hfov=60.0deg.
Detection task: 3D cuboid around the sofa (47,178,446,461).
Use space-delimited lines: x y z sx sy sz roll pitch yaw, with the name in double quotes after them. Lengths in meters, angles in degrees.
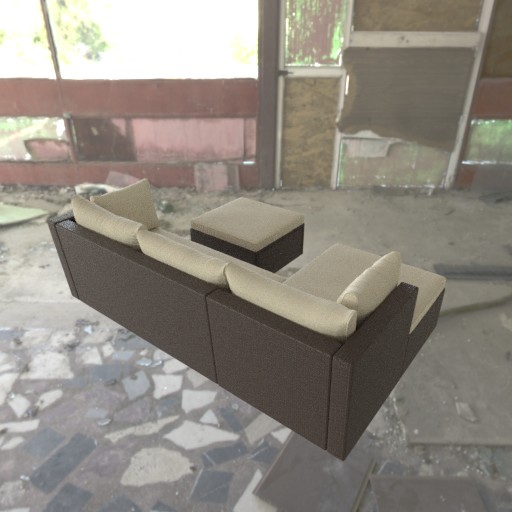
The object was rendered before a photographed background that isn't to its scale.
0.000 0.000 2.944 2.192 0.766 1.612 21 35 33 "sofa"
